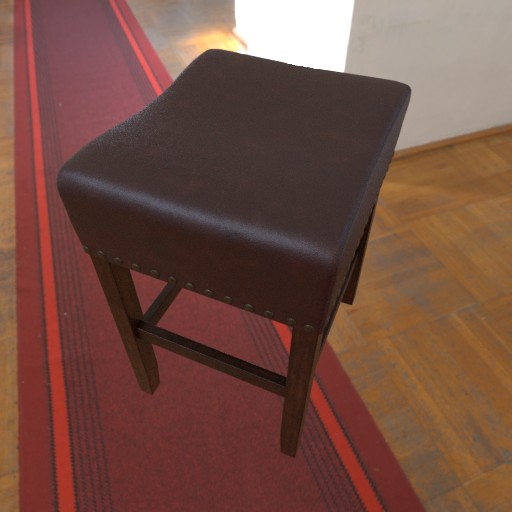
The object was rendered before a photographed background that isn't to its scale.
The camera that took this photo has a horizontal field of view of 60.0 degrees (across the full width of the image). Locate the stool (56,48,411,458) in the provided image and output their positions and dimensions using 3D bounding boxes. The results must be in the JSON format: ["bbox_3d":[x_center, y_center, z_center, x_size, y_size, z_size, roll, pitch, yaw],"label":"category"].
[{"bbox_3d":[0.000,0.000,0.885,0.397,0.608,0.465,18,49,16],"label":"stool"}]
